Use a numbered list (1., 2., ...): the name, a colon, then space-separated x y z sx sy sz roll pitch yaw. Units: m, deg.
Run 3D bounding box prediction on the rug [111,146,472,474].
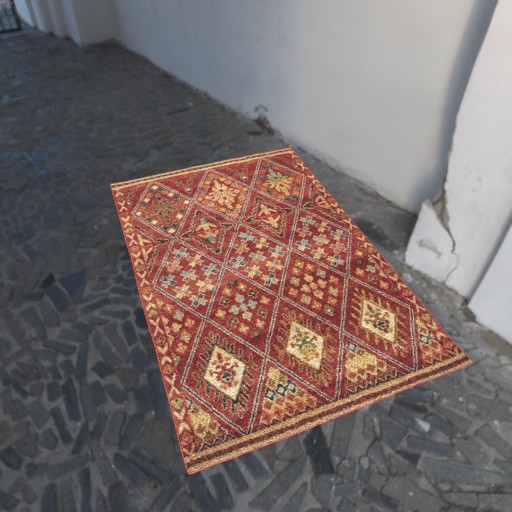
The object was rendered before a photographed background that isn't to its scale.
1. rug: 0.000 0.000 2.856 1.521 0.026 2.286 -15 47 -15
